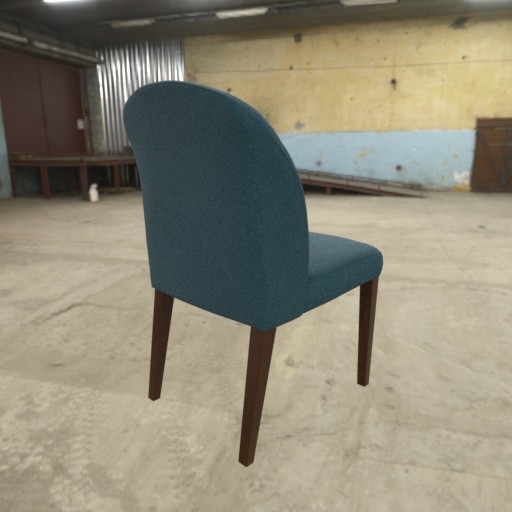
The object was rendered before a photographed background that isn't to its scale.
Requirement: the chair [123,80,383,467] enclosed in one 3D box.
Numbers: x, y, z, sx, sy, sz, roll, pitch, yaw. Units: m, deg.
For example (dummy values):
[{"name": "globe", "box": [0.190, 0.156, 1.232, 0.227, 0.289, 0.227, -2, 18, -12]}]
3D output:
[{"name": "chair", "box": [0.000, 0.000, 1.270, 0.507, 0.879, 0.620, 13, 19, 43]}]
